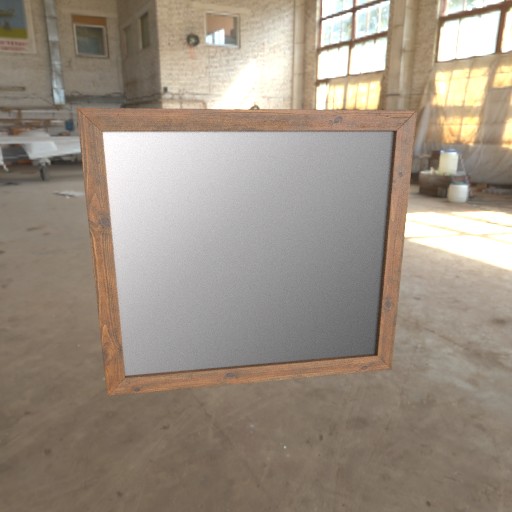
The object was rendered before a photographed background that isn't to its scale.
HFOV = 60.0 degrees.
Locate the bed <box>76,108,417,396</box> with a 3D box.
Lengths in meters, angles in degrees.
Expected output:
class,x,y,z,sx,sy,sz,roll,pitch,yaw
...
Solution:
class,x,y,z,sx,sy,sz,roll,pitch,yaw
bed,0.000,0.000,1.499,1.046,0.942,0.046,-3,16,-9
